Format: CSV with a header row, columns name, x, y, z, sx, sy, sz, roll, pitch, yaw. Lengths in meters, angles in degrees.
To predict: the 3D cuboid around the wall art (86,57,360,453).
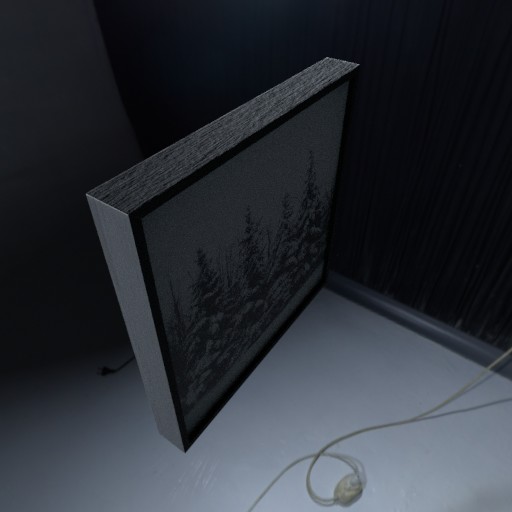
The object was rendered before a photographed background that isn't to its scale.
name,x,y,z,sx,sy,sz,roll,pitch,yaw
wall art,0.000,0.000,0.456,0.037,0.305,0.305,25,48,26
